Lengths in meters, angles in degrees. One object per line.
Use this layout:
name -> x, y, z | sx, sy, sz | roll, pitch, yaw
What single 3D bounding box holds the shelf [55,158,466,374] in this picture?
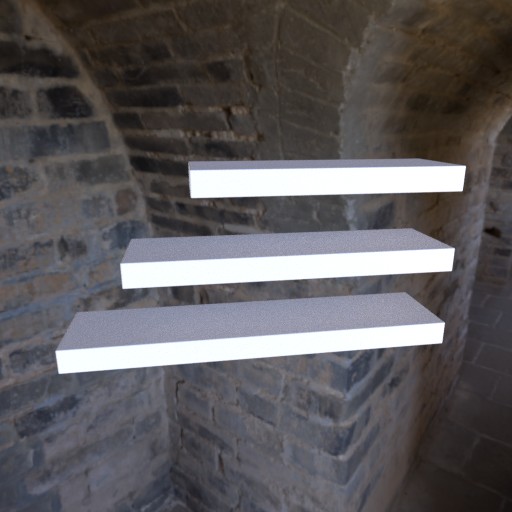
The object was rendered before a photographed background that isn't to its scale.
shelf -> 0.000, 0.000, 0.721 | 0.610, 0.293, 0.140 | -3, 17, -9
